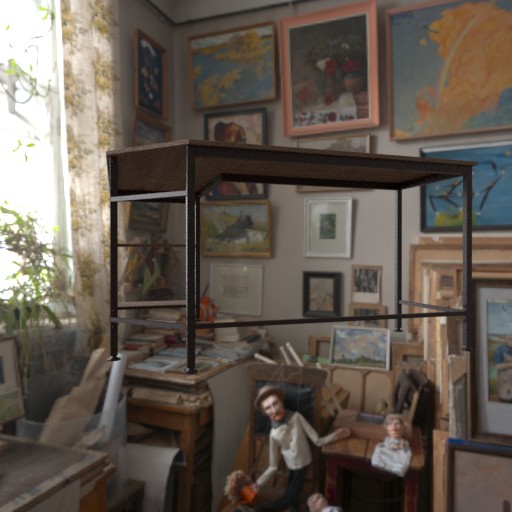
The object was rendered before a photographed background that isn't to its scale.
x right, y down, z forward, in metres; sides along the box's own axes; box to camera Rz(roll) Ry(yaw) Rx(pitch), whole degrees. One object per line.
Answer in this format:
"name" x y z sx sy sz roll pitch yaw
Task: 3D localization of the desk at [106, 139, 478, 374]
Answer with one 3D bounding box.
"desk" 0.000 0.000 2.179 1.379 0.739 1.379 0 0 -18
